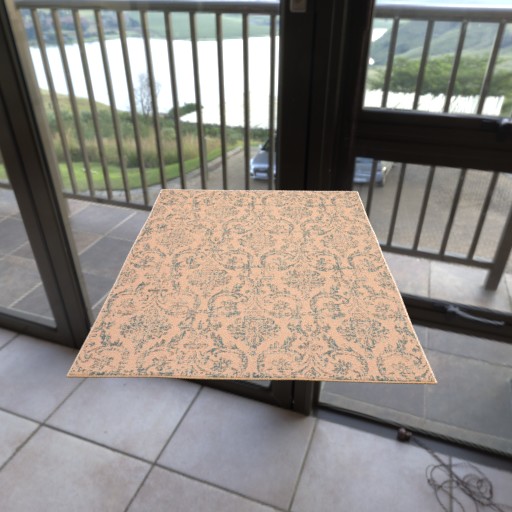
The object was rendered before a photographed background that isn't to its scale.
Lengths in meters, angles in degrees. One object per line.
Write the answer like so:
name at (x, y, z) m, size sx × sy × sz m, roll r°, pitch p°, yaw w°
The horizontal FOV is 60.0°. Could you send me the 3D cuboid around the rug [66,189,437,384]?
rug at (0.000, 0.000, 4.076) m, size 2.363 × 0.012 × 2.980 m, roll 1°, pitch 32°, yaw 1°
